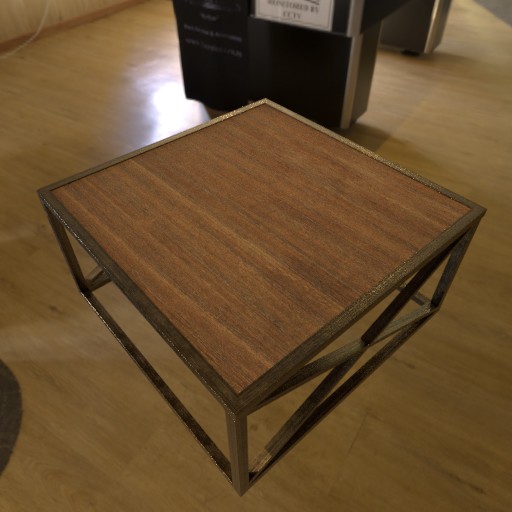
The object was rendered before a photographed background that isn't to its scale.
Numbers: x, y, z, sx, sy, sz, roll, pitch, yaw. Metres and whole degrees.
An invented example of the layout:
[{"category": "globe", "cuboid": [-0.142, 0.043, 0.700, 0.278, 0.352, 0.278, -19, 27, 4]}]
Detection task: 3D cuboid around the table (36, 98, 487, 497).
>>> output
[{"category": "table", "cuboid": [0.000, 0.000, 1.409, 0.899, 0.451, 0.909, -32, 53, -28]}]
